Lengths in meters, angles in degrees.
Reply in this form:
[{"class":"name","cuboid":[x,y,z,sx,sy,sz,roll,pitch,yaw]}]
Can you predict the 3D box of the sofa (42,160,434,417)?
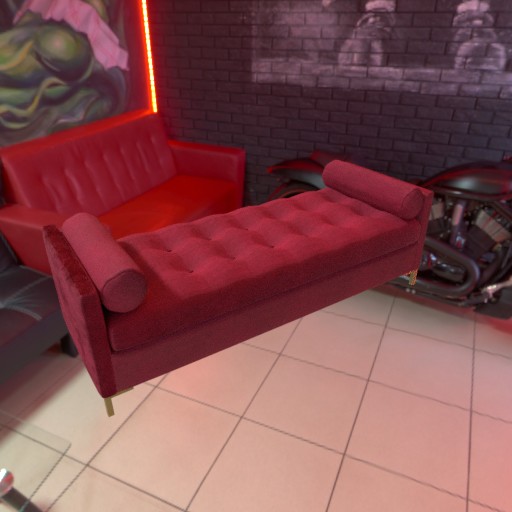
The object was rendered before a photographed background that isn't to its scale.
[{"class":"sofa","cuboid":[0.000,0.000,2.577,2.102,0.705,0.796,-17,33,-29]}]
